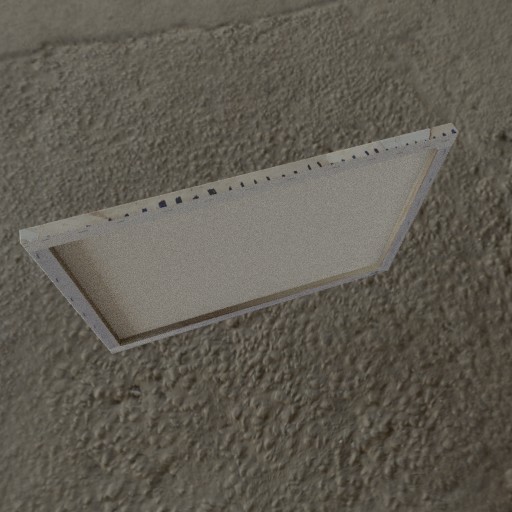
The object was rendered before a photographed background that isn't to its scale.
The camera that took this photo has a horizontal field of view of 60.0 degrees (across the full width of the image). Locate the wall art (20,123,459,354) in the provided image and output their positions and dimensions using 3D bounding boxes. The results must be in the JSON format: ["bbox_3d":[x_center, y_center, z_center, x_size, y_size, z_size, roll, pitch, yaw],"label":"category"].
[{"bbox_3d":[0.000,0.000,1.434,1.143,0.757,0.038,-16,60,-9],"label":"wall art"}]
